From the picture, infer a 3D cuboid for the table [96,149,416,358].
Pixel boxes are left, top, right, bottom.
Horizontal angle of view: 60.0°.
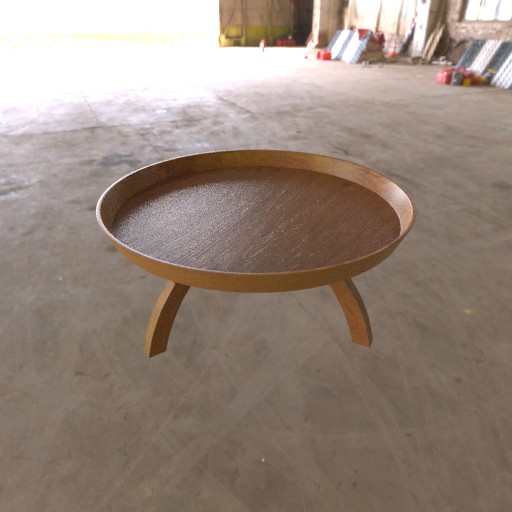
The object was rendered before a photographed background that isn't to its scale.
[{"bbox_3d":[0.000,0.000,1.556,1.016,0.470,1.016,0,29,0],"label":"table"}]
